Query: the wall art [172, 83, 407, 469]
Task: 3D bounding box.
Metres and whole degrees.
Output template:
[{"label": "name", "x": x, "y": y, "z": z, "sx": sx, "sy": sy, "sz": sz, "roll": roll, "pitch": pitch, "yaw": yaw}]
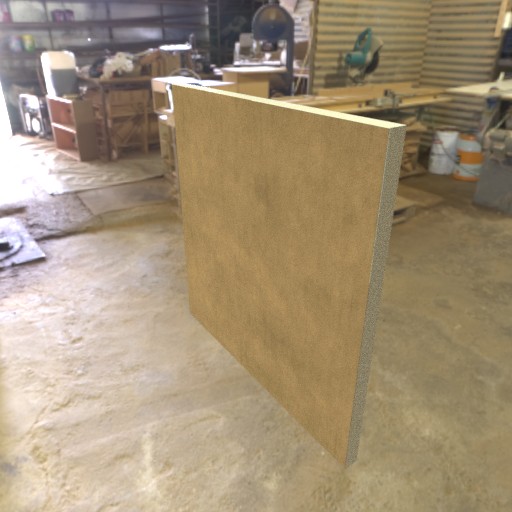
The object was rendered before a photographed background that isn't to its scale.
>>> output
[{"label": "wall art", "x": 0.000, "y": 0.000, "z": 0.672, "sx": 0.023, "sy": 0.453, "sz": 0.455, "roll": -17, "pitch": 32, "yaw": -31}]
